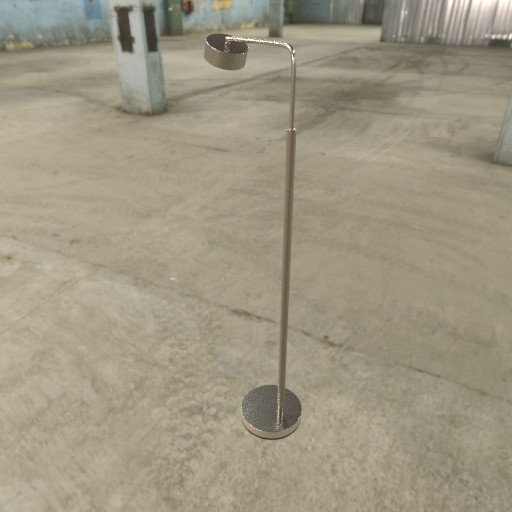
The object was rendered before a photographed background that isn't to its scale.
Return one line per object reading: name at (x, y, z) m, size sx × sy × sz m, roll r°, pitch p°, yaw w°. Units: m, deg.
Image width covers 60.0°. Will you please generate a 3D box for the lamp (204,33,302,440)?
lamp at (0.000, 0.000, 1.407) m, size 0.222 × 1.250 × 0.421 m, roll -18°, pitch 34°, yaw -29°
